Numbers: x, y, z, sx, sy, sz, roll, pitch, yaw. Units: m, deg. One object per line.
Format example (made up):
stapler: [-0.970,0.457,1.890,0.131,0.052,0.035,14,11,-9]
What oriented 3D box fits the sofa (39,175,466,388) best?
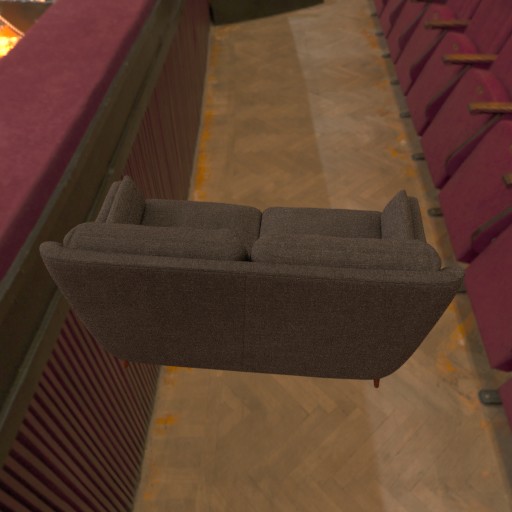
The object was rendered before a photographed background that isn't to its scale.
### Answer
sofa: [0.000,0.000,2.179,1.646,0.887,0.976,4,47,3]
